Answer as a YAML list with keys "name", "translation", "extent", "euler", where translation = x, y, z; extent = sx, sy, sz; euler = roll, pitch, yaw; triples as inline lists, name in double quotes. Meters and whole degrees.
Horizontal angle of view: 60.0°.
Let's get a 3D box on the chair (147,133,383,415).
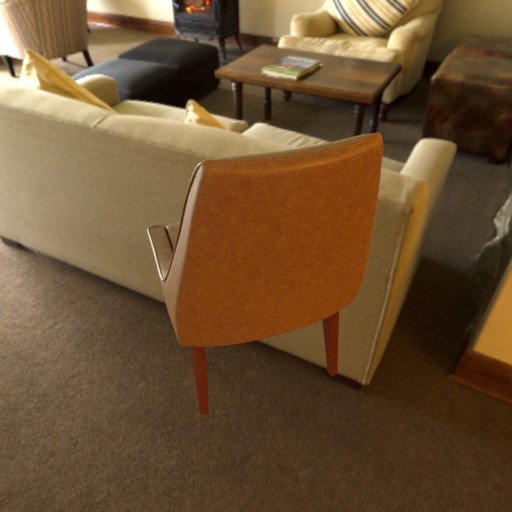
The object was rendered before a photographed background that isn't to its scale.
- name: "chair"
  translation: [0.000, 0.000, 1.219]
  extent: [0.529, 0.861, 0.544]
  euler: [-12, 42, -14]
